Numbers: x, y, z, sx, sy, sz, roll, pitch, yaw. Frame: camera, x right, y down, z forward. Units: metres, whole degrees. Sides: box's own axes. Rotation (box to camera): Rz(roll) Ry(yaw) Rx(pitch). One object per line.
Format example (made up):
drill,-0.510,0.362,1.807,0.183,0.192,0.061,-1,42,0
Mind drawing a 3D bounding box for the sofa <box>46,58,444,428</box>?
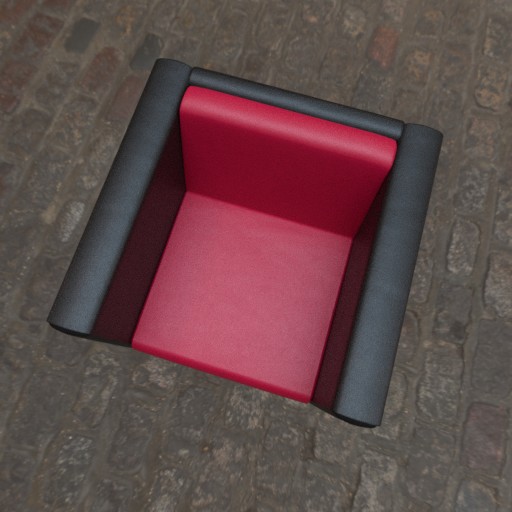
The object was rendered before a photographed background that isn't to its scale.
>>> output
sofa,0.000,0.000,1.462,0.839,0.724,0.809,16,76,4
